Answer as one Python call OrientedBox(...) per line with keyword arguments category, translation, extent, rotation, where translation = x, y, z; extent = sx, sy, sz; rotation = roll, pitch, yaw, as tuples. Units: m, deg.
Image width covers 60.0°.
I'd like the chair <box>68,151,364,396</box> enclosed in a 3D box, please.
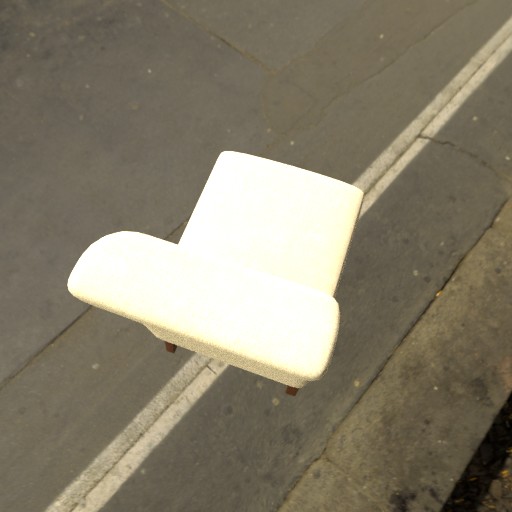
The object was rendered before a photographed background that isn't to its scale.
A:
OrientedBox(category="chair", translation=(0.000, 0.000, 1.312), extent=(0.521, 0.833, 0.754), rotation=(18, 65, 8))
